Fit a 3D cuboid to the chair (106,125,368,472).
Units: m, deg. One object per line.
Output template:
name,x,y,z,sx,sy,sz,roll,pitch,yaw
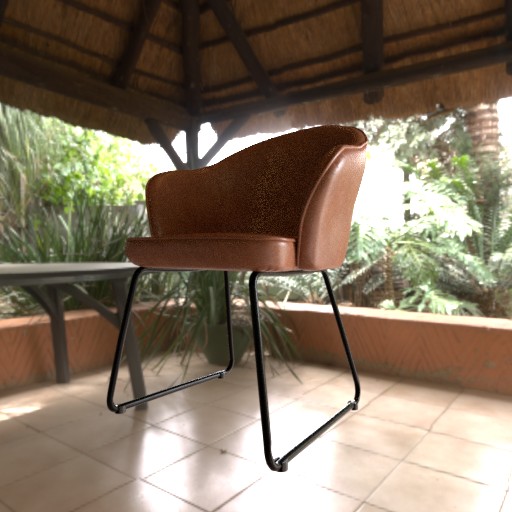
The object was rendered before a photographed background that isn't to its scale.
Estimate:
chair,0.000,0.000,1.162,0.582,0.785,0.580,1,1,36
